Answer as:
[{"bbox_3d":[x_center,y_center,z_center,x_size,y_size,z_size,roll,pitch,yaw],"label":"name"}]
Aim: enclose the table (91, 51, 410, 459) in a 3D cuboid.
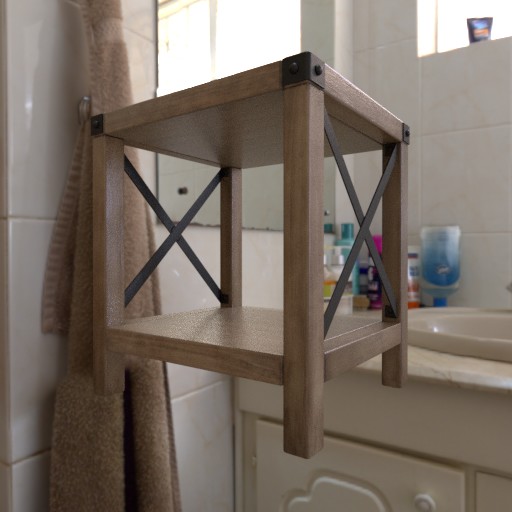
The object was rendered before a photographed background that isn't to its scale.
[{"bbox_3d":[0.000,0.000,0.920,0.510,0.561,0.459,0,0,36],"label":"table"}]
